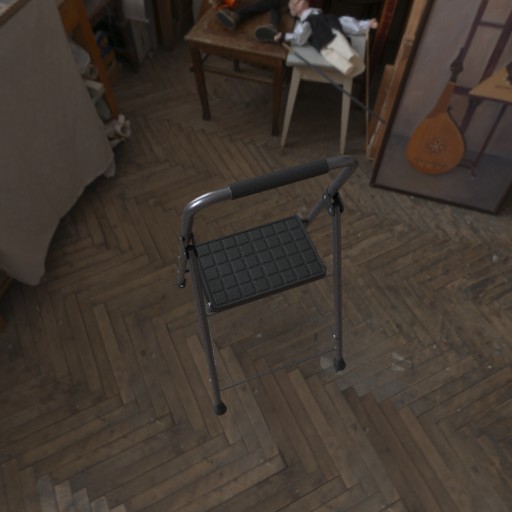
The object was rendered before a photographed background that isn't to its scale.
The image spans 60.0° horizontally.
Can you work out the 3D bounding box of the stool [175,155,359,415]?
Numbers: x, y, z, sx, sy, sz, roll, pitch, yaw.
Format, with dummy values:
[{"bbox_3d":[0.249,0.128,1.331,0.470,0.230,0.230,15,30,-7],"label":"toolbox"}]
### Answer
[{"bbox_3d":[0.000,0.000,1.161,0.450,0.872,0.514,-17,60,-10],"label":"stool"}]
